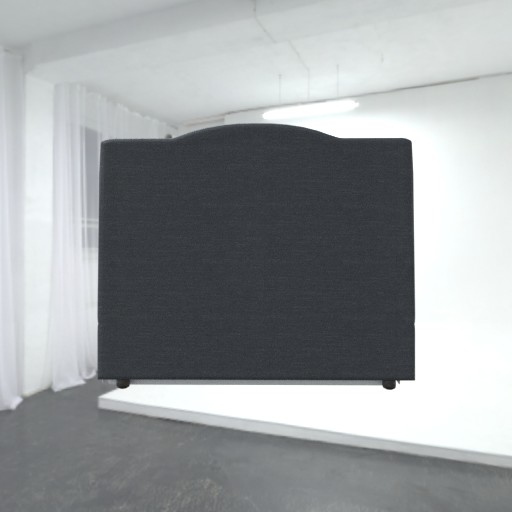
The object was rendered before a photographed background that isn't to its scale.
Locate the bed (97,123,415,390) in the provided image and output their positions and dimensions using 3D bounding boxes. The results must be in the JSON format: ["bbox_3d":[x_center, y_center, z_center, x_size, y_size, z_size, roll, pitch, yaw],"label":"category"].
[{"bbox_3d":[0.000,0.000,3.615,1.747,1.441,2.507,0,0,1],"label":"bed"}]
